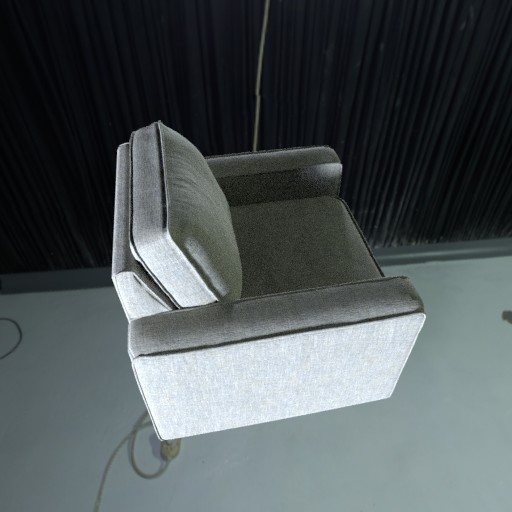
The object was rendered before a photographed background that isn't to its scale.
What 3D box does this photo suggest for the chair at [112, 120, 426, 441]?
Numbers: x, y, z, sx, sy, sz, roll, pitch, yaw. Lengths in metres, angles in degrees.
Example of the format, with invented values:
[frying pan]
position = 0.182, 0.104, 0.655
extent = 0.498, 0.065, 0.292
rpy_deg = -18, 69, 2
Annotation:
[chair]
position = 0.000, 0.000, 1.753
extent = 0.940, 0.914, 1.016
rpy_deg = -8, 46, -8
